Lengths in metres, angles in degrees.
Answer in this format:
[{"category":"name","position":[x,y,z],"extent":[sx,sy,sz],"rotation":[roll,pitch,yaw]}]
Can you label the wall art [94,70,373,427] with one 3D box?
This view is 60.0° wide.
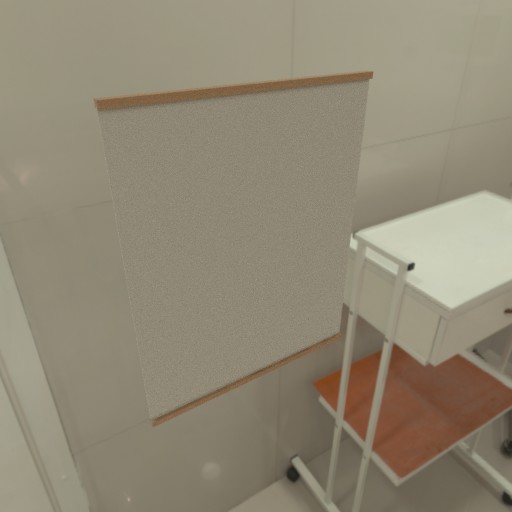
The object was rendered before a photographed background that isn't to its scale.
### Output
[{"category":"wall art","position":[0.000,0.000,0.690],"extent":[0.405,0.508,0.012],"rotation":[-18,34,-28]}]
